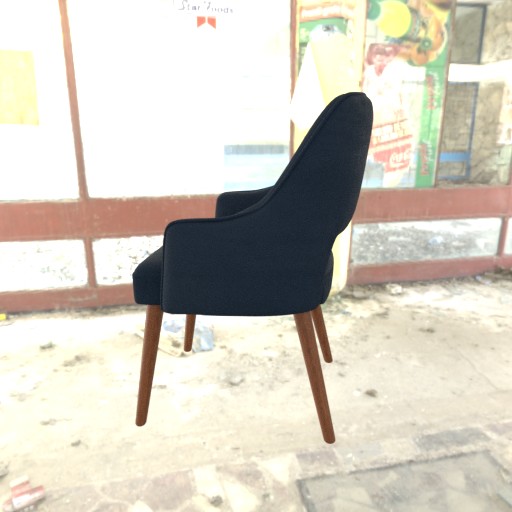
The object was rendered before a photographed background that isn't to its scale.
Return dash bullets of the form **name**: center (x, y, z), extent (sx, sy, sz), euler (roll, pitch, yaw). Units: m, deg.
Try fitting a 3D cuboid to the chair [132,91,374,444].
- **chair**: center (0.000, 0.000, 1.245), extent (0.591, 0.844, 0.559), euler (2, 15, 8)
